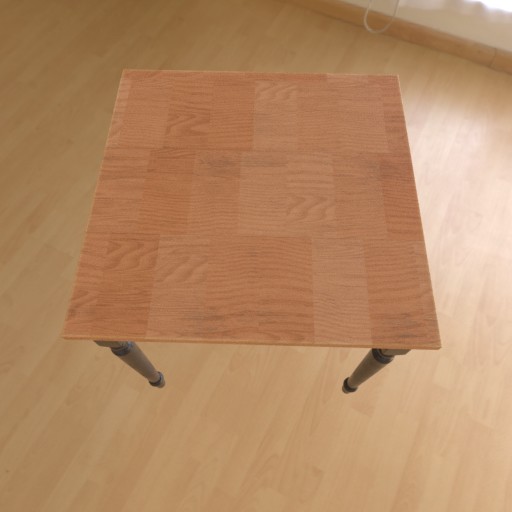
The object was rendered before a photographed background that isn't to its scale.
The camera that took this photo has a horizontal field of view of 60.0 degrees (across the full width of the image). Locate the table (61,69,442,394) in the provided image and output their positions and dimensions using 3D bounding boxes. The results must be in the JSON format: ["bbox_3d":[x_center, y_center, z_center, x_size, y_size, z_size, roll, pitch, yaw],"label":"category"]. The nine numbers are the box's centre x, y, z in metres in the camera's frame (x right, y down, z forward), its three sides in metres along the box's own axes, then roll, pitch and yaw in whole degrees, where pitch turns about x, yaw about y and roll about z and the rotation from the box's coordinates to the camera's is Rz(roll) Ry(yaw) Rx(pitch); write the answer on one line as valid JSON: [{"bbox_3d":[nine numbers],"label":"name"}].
[{"bbox_3d":[0.000,0.000,1.363,0.747,0.738,0.747,1,63,1],"label":"table"}]
